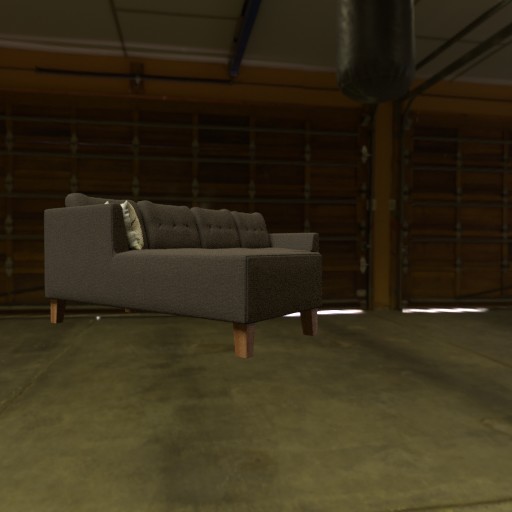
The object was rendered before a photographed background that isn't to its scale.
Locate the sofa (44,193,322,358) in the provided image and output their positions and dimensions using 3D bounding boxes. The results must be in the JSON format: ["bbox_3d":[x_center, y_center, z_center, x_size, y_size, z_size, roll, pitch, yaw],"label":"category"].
[{"bbox_3d":[0.000,0.000,3.693,1.829,0.932,2.679,1,1,36],"label":"sofa"}]
